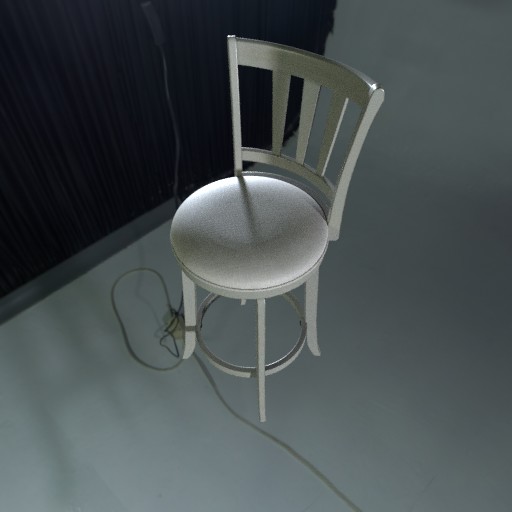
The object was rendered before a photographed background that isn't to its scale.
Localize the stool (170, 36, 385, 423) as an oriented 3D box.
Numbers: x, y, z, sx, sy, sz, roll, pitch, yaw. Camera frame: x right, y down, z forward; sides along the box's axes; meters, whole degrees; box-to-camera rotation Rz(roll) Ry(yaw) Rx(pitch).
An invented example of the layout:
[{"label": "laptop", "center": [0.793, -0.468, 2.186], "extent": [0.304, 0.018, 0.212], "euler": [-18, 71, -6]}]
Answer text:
[{"label": "stool", "center": [0.000, 0.000, 1.291], "extent": [0.436, 1.042, 0.475], "euler": [31, 54, 26]}]
